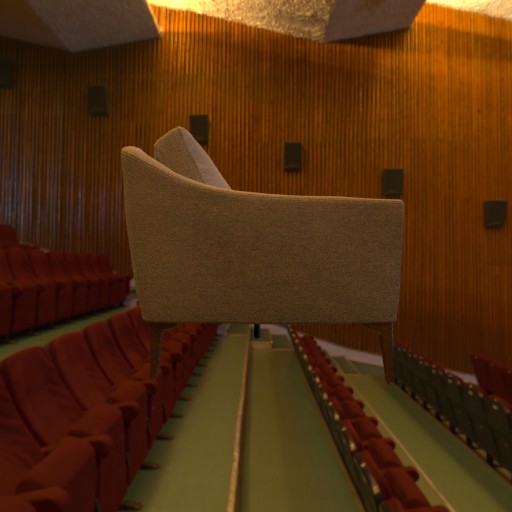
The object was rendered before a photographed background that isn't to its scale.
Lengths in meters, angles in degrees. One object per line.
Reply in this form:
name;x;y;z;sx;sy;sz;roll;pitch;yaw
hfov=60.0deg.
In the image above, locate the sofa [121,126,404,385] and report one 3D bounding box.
sofa;0.000;0.000;2.468;0.980;0.913;2.036;0;-1;-1
